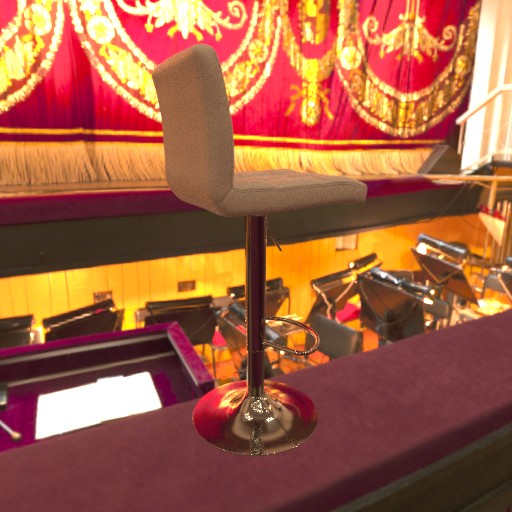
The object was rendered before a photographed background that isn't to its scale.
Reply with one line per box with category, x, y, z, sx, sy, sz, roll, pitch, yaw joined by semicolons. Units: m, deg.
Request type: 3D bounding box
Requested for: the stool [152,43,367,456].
stool;0.000;0.000;1.371;0.505;1.115;0.430;-7;16;-26
